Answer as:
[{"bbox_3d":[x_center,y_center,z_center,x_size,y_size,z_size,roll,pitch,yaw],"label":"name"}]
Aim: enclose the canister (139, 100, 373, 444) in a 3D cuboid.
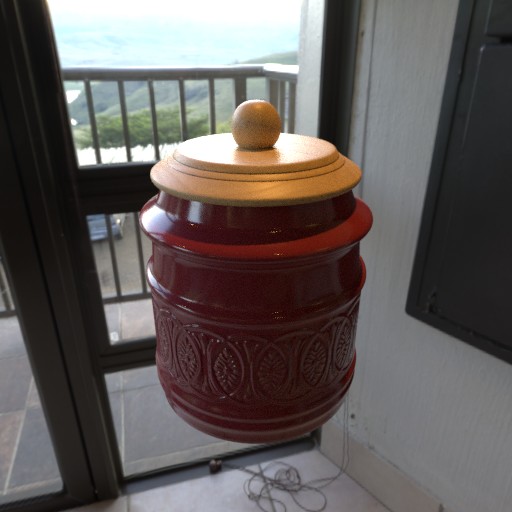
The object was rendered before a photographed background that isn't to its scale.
[{"bbox_3d":[0.000,0.000,0.264,0.130,0.176,0.130,0,26,0],"label":"canister"}]
